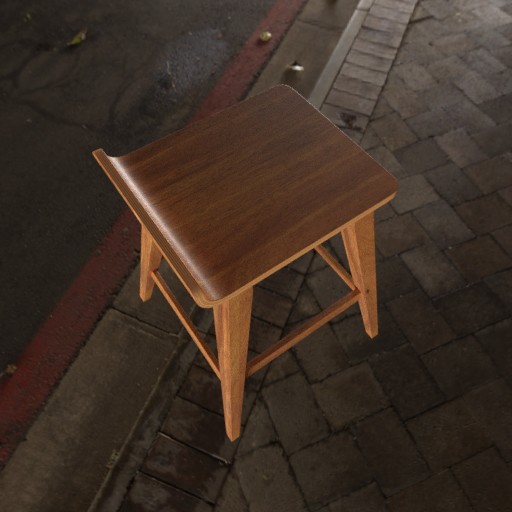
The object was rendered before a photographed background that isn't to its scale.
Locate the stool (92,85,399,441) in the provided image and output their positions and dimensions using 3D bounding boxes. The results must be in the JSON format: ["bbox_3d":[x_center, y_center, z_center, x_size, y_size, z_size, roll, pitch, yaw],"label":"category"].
[{"bbox_3d":[0.000,0.000,1.021,0.500,0.650,0.500,-31,63,-18],"label":"stool"}]
